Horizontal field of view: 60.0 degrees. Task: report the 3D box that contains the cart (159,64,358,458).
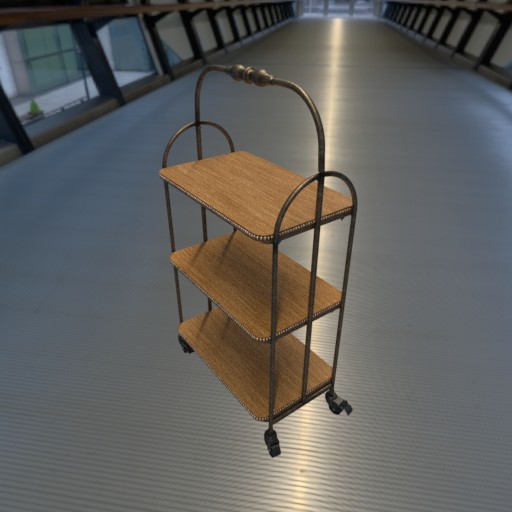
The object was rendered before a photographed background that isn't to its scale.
[{"bbox_3d":[0.000,0.000,1.336,0.330,1.052,0.650,-21,37,-30],"label":"cart"}]
